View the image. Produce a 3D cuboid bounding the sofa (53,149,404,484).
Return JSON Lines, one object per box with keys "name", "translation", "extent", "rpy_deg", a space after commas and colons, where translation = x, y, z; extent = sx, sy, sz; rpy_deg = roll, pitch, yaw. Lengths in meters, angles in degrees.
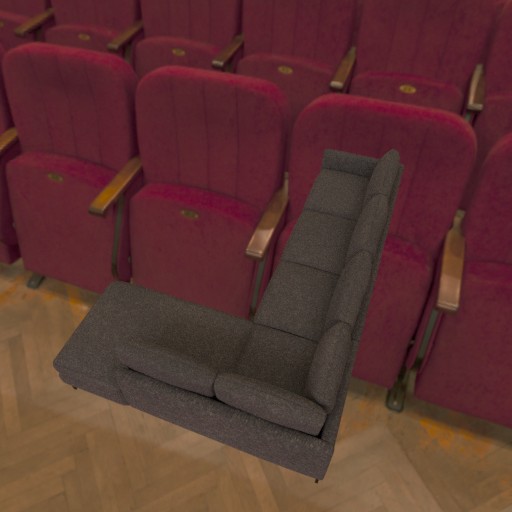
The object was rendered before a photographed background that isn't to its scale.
{"name": "sofa", "translation": [0.000, 0.000, 3.782], "extent": [2.007, 0.815, 2.949], "rpy_deg": [16, 50, 13]}
